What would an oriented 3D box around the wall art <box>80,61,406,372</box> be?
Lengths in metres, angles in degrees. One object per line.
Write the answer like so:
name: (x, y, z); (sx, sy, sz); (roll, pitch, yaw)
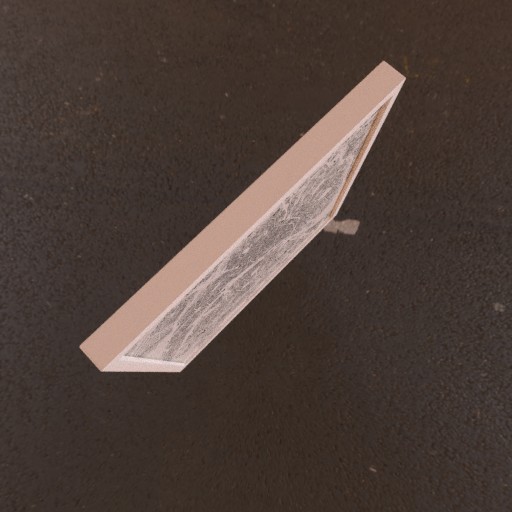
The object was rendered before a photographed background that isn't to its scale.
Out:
wall art: (0.000, 0.000, 0.765); (0.038, 0.508, 0.508); (44, 79, 10)
